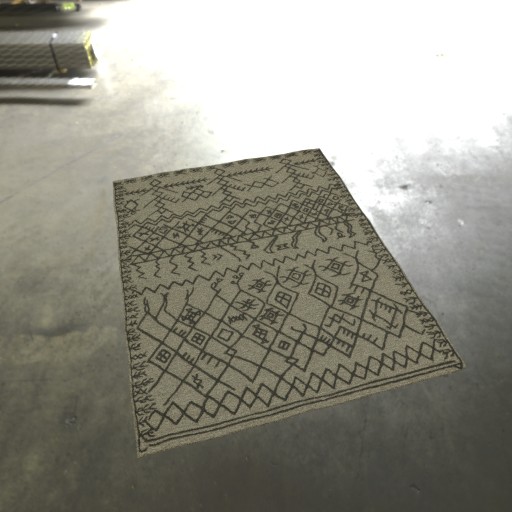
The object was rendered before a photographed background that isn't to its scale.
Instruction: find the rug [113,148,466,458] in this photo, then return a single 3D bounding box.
[{"bbox_3d":[0.000,0.000,3.275,1.964,0.025,2.455,-11,48,-11],"label":"rug"}]
